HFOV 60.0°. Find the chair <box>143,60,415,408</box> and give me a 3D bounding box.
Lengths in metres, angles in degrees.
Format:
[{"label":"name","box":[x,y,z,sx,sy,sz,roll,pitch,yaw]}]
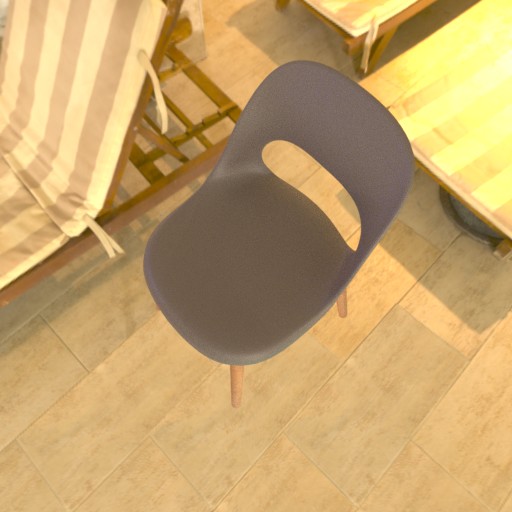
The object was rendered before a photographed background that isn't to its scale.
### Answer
[{"label":"chair","box":[0.000,0.000,1.156,0.556,0.795,0.470,-37,70,-16]}]
